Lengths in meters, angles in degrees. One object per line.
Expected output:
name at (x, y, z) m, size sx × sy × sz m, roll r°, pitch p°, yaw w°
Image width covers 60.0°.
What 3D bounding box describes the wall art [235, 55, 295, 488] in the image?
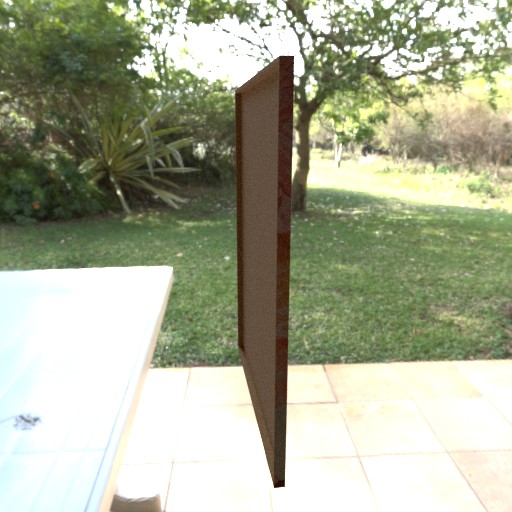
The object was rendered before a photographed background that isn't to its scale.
wall art at (0.000, 0.000, 1.351) m, size 0.031 × 1.015 × 0.762 m, roll -2°, pitch 16°, yaw -9°
